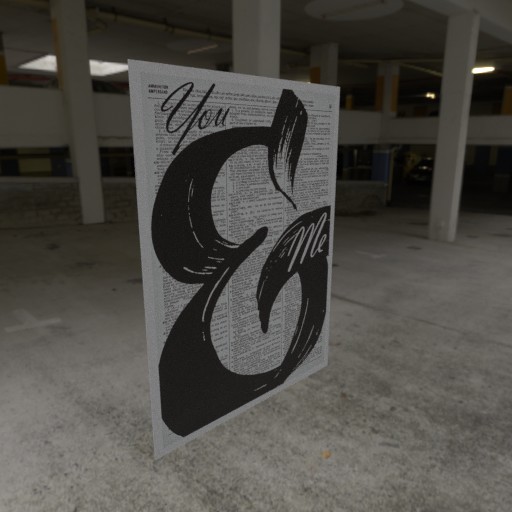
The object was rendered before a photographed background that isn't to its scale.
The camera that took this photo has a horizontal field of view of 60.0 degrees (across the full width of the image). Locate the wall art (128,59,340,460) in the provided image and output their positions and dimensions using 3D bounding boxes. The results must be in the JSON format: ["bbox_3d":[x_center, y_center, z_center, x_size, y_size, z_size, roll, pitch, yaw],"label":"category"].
[{"bbox_3d":[0.000,0.000,0.804,0.457,0.609,0.003,-14,20,-42],"label":"wall art"}]
